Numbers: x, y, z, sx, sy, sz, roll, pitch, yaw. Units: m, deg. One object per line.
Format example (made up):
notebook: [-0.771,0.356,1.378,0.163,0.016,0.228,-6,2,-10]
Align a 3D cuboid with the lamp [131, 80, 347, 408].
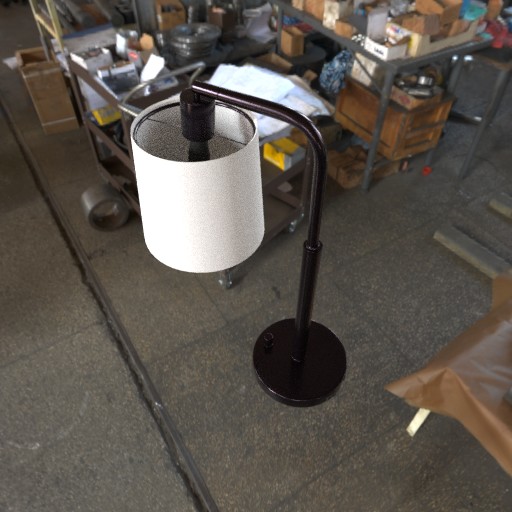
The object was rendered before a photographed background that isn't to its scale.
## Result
lamp: [0.000,0.000,0.635,0.333,0.489,0.171,18,49,16]
